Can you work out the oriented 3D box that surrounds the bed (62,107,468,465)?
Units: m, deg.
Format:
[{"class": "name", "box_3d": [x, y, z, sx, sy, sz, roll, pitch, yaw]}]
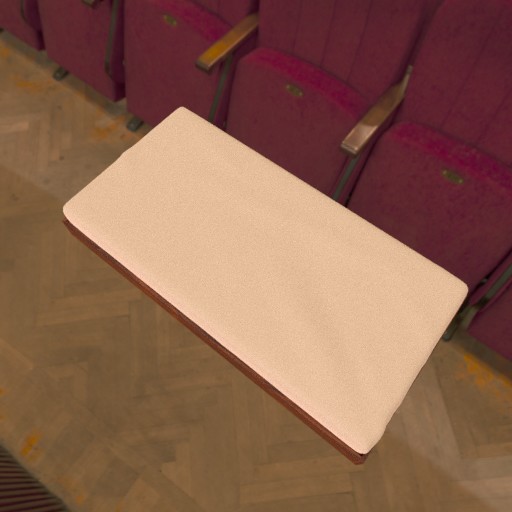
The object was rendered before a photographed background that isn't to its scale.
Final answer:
[{"class": "bed", "box_3d": [0.000, 0.000, 2.226, 1.860, 0.312, 0.940, 35, 68, 16]}]
